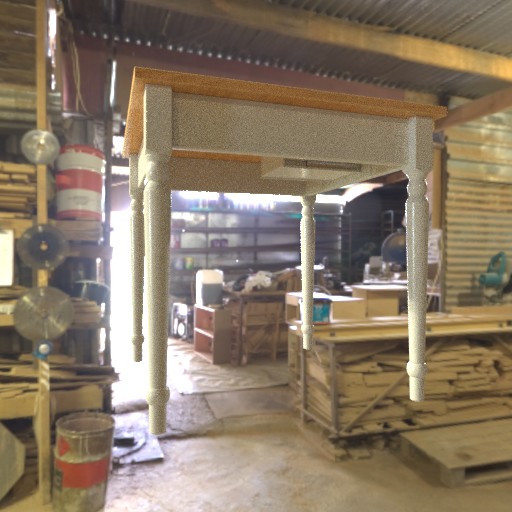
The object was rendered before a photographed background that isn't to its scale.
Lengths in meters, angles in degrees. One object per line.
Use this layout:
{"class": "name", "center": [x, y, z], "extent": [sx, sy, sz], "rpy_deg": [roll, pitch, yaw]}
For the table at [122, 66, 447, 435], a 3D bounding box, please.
{"class": "table", "center": [0.000, 0.000, 1.332], "extent": [0.747, 0.738, 0.747], "rpy_deg": [0, 0, -19]}
